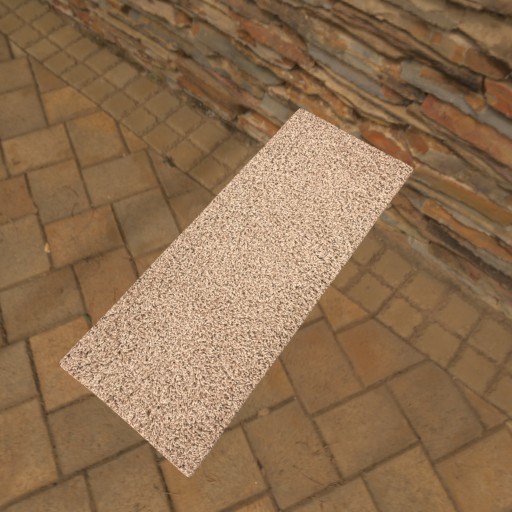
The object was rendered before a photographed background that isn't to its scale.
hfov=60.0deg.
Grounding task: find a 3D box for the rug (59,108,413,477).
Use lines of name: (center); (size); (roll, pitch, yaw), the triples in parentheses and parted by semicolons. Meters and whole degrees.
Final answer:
rug: (0.000, 0.000, 1.763); (0.609, 0.030, 1.524); (34, 68, 16)
